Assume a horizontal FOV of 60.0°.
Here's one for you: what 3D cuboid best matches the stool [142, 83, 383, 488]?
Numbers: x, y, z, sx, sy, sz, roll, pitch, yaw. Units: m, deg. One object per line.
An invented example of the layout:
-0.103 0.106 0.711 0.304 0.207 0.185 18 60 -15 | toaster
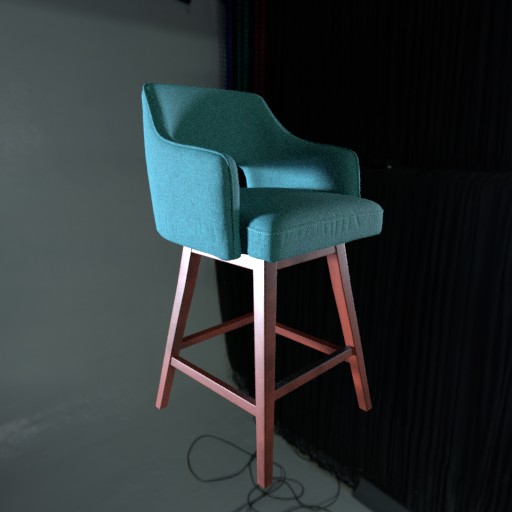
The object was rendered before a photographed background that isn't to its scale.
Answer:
0.000 0.000 1.280 0.548 0.961 0.556 -14 20 -43 | stool
